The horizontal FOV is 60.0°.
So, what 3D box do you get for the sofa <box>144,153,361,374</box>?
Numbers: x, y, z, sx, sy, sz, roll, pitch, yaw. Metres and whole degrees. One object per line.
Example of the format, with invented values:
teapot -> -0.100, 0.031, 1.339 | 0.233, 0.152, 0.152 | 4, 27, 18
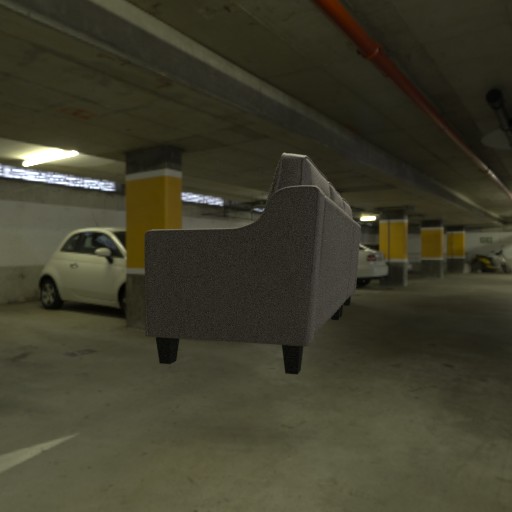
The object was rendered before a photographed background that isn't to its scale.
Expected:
sofa -> 0.000, 0.000, 3.104 | 1.294, 0.928, 2.561 | 0, 0, 17
